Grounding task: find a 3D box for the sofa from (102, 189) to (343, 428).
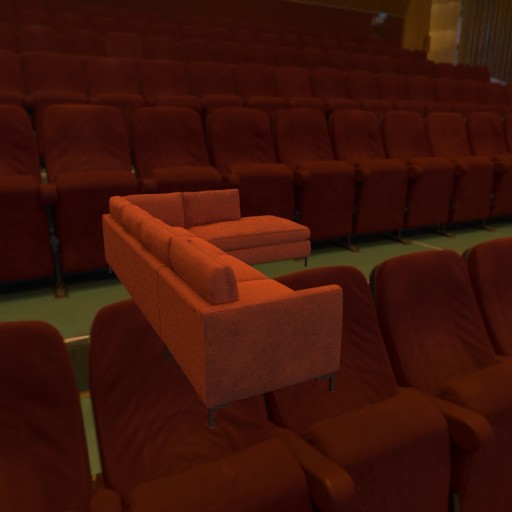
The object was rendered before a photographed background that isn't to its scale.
[{"bbox_3d":[0.000,0.000,3.456,1.879,0.757,2.736,-8,17,-26],"label":"sofa"}]
